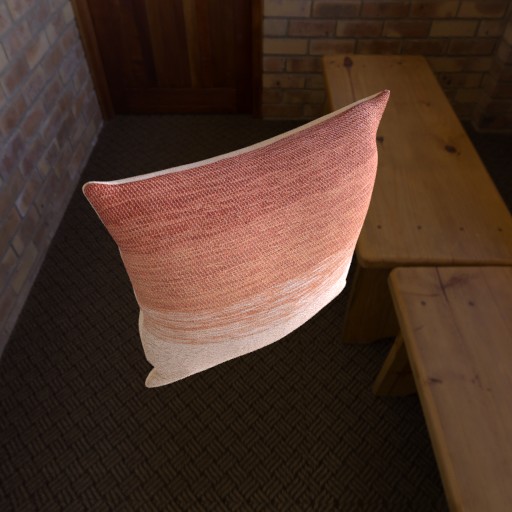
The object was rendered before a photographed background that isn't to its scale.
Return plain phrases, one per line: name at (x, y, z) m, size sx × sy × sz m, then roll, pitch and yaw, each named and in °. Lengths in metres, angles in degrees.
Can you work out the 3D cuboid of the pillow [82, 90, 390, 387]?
pillow at (0.000, 0.000, 0.689) m, size 0.440 × 0.441 × 0.182 m, roll -24°, pitch 51°, yaw -21°
